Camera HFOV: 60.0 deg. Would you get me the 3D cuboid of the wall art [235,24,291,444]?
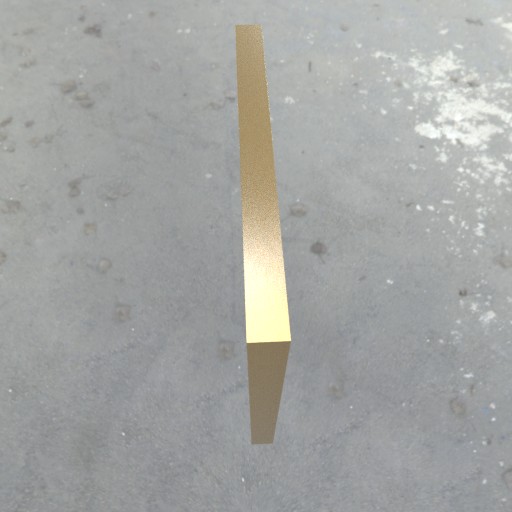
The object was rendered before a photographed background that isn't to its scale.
[{"bbox_3d":[0.000,0.000,0.750,0.040,0.509,0.509,-2,57,-1],"label":"wall art"}]
